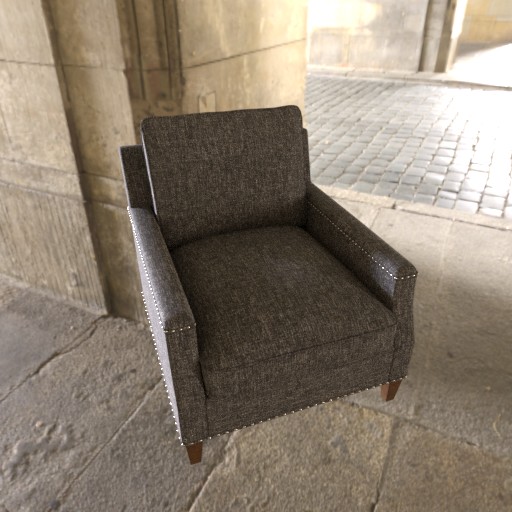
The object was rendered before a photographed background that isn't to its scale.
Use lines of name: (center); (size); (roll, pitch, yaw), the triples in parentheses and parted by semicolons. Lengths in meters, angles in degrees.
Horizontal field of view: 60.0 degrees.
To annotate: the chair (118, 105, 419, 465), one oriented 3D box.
chair: (0.000, 0.000, 1.717); (0.853, 0.943, 1.014); (-11, 33, -17)
